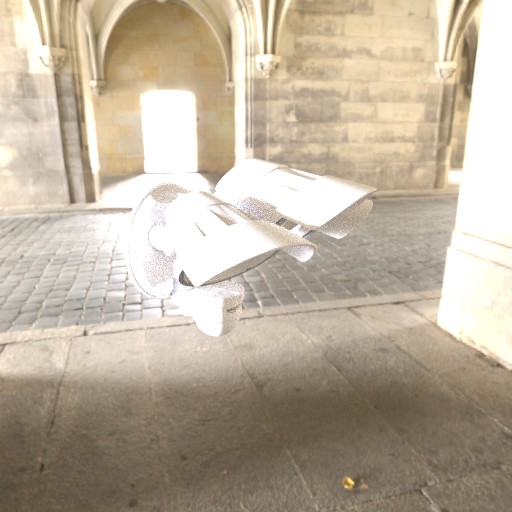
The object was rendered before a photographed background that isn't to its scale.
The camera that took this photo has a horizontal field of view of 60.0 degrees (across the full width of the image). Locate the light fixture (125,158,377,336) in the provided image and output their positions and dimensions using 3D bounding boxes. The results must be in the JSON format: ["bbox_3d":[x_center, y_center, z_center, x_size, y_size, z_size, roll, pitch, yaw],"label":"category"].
[{"bbox_3d":[0.000,0.000,0.548,0.278,0.237,0.369,8,18,27],"label":"light fixture"}]
